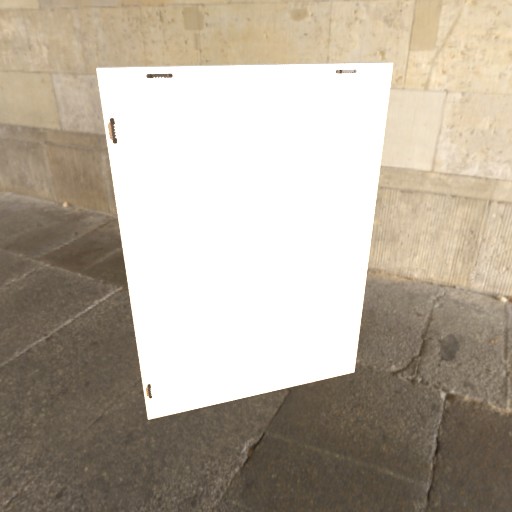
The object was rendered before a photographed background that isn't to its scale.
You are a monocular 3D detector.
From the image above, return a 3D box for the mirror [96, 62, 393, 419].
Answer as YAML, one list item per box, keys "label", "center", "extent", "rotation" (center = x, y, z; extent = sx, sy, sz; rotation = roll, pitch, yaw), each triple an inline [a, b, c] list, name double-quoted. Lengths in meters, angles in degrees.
- label: "mirror"
  center: [0.000, 0.000, 0.896]
  extent: [0.507, 0.710, 0.040]
  rotation: [-8, 27, -16]
